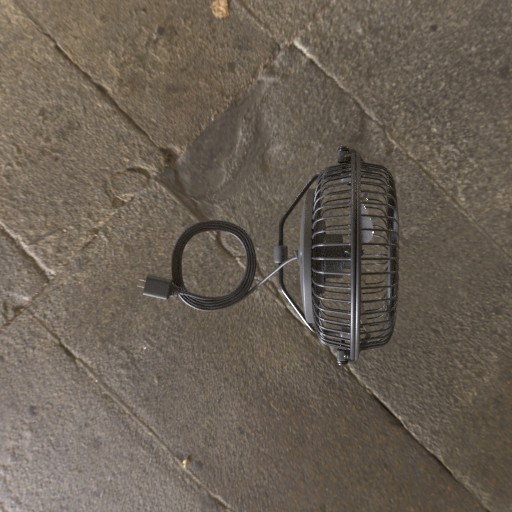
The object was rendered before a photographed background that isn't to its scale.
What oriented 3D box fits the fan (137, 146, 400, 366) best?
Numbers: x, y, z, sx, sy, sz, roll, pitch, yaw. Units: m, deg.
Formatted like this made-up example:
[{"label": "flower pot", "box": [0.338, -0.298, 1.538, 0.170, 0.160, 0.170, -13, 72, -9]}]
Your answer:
[{"label": "fan", "box": [0.000, 0.000, 0.309, 0.202, 0.152, 0.153, 0, 91, 0]}]
